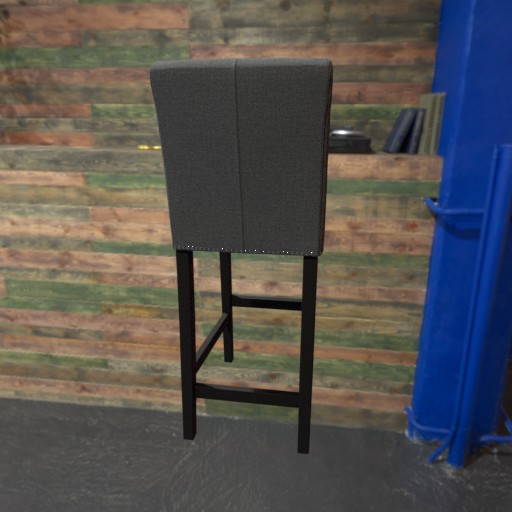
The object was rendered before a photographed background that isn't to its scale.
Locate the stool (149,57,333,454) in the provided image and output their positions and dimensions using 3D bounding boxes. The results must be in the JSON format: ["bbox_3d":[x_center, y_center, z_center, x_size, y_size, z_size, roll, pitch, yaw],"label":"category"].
[{"bbox_3d":[0.000,0.000,1.345,0.411,1.047,0.548,3,17,9],"label":"stool"}]
